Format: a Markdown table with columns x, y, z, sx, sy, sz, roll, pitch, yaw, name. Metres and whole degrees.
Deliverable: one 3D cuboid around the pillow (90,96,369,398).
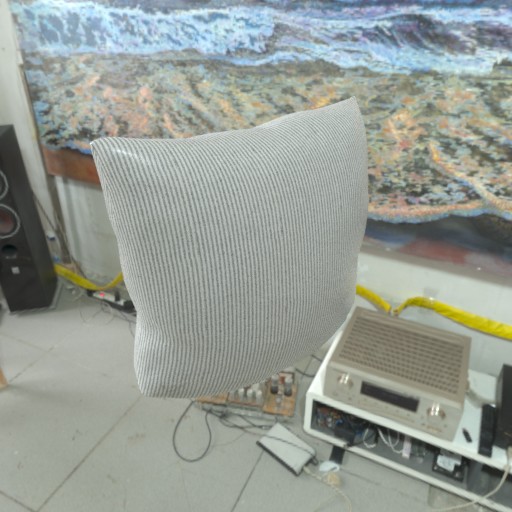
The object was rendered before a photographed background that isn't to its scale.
| x | y | z | sx | sy | sz | roll | pitch | yaw | name |
| --- | --- | --- | --- | --- | --- | --- | --- | --- | --- |
| 0.000 | 0.000 | 0.697 | 0.387 | 0.432 | 0.310 | -2 | 30 | -3 | pillow |
